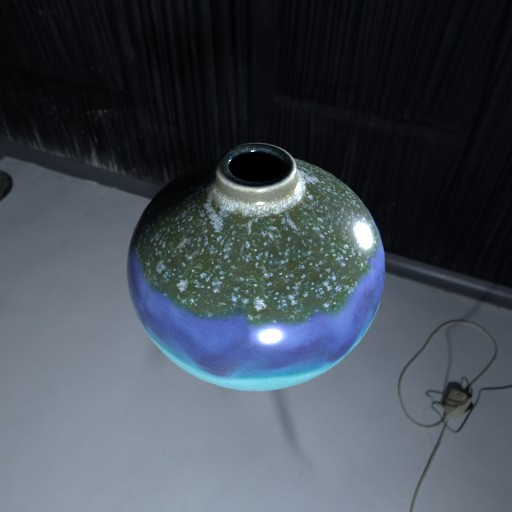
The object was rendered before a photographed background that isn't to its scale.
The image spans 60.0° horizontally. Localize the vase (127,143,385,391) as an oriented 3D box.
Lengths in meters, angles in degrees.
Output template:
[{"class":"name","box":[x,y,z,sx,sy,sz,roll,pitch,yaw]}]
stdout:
[{"class":"vase","box":[0.000,0.000,0.268,0.154,0.133,0.154,0,47,0]}]
